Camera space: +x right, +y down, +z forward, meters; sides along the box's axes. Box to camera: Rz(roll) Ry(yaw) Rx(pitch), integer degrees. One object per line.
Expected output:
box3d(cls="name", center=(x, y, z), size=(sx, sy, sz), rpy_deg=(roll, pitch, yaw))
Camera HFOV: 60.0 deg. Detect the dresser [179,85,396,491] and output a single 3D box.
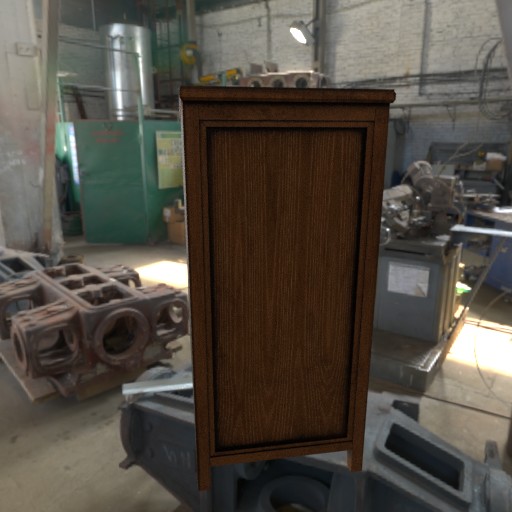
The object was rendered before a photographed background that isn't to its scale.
box3d(cls="dresser", center=(0.000, 0.000, 1.886), size=(0.591, 1.224, 1.250), rpy_deg=(-2, 15, -9))
